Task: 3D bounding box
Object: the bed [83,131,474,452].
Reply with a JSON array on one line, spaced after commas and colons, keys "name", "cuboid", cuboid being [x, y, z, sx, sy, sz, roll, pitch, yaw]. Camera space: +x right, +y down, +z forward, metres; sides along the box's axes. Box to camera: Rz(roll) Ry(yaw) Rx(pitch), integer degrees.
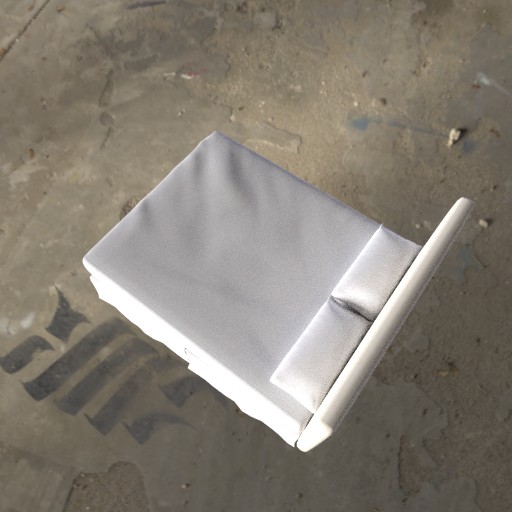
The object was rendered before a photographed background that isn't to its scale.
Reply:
[{"name": "bed", "cuboid": [0.000, 0.000, 3.242, 2.142, 1.330, 1.713, 33, 67, 16]}]
